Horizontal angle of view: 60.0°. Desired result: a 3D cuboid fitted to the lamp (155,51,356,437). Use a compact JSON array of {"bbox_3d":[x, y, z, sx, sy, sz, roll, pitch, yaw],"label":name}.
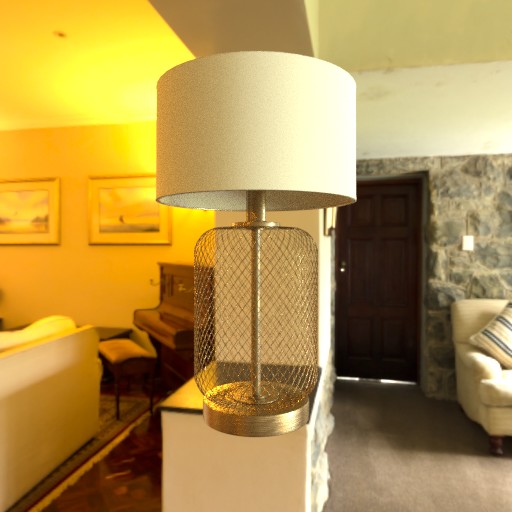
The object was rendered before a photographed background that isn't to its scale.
[{"bbox_3d":[0.000,0.000,0.800,0.353,0.578,0.353,0,1,0],"label":"lamp"}]
